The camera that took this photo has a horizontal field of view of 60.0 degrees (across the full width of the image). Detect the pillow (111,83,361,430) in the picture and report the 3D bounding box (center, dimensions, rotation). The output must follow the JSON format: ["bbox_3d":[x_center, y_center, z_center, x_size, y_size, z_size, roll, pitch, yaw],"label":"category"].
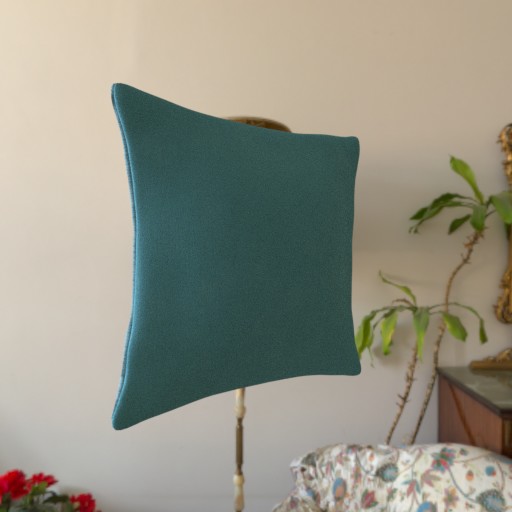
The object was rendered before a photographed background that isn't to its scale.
[{"bbox_3d":[0.000,0.000,0.655,0.433,0.415,0.151,0,0,-36],"label":"pillow"}]
